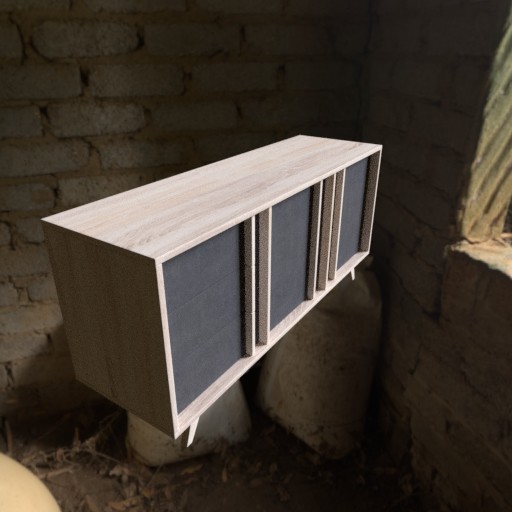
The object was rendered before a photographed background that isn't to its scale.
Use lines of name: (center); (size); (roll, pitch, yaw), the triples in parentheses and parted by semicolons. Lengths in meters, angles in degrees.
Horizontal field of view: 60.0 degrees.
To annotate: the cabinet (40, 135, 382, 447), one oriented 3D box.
cabinet: (0.000, 0.000, 2.032); (0.500, 0.780, 1.650); (16, 30, 30)
